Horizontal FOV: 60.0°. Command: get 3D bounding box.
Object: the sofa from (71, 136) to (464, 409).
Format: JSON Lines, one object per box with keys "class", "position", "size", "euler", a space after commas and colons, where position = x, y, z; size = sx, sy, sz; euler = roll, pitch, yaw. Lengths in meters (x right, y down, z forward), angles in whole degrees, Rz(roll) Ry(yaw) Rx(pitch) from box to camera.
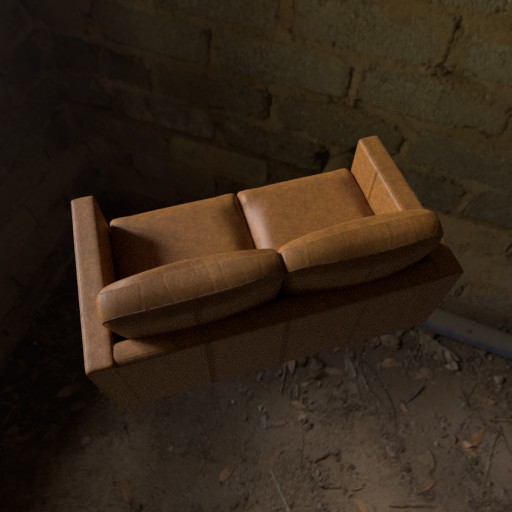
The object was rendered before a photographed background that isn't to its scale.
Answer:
{"class": "sofa", "position": [0.000, 0.000, 2.162], "size": [1.578, 0.951, 0.909], "euler": [-14, 58, -9]}
